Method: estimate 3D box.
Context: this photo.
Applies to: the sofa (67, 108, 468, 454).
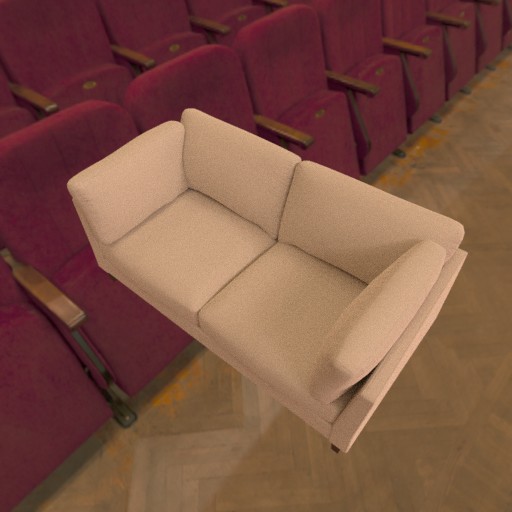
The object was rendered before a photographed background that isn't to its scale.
[{"bbox_3d":[0.000,0.000,2.294,1.776,0.836,0.970,31,53,26],"label":"sofa"}]
